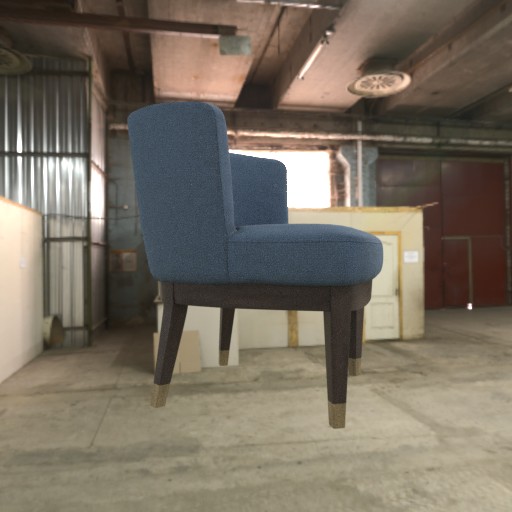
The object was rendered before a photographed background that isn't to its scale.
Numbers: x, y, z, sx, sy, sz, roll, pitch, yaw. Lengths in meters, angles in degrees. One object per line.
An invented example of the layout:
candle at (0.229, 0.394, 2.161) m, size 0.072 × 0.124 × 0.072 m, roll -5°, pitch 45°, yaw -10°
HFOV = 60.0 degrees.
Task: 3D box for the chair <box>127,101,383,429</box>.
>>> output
chair at (0.000, 0.000, 1.278) m, size 0.702 × 0.760 × 0.661 m, roll 0°, pitch 0°, yaw 17°
